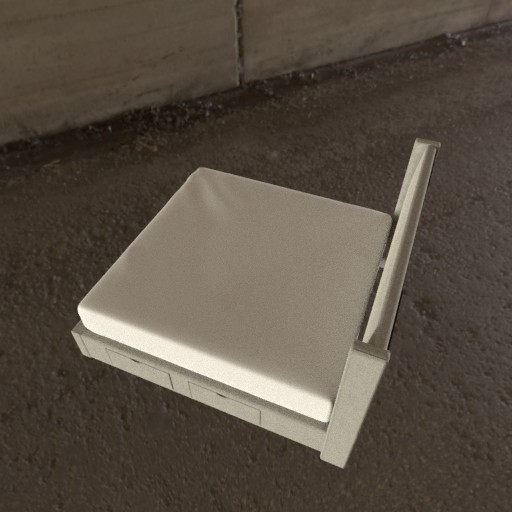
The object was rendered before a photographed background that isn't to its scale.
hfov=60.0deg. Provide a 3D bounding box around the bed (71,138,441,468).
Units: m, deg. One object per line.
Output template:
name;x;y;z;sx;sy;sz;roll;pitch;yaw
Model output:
bed;0.000;0.000;3.644;2.280;1.470;2.140;17;48;16
